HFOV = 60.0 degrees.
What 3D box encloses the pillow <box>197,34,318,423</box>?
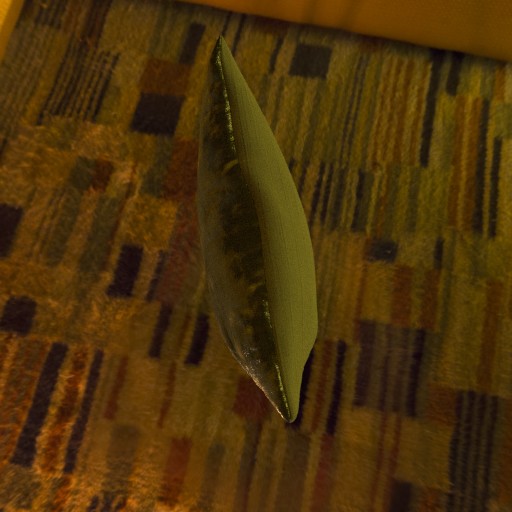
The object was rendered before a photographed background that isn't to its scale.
[{"bbox_3d":[0.000,0.000,0.723,0.175,0.464,0.470,-9,76,-2],"label":"pillow"}]
